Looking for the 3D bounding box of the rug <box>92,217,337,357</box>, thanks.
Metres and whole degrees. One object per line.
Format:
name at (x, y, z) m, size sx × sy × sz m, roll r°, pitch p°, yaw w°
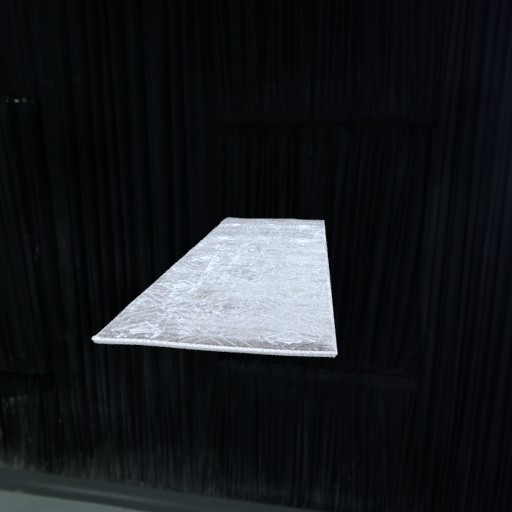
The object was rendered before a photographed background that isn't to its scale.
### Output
rug at (0.000, 0.000, 2.601) m, size 0.832 × 0.035 × 2.381 m, roll 2°, pitch 15°, yaw 7°
